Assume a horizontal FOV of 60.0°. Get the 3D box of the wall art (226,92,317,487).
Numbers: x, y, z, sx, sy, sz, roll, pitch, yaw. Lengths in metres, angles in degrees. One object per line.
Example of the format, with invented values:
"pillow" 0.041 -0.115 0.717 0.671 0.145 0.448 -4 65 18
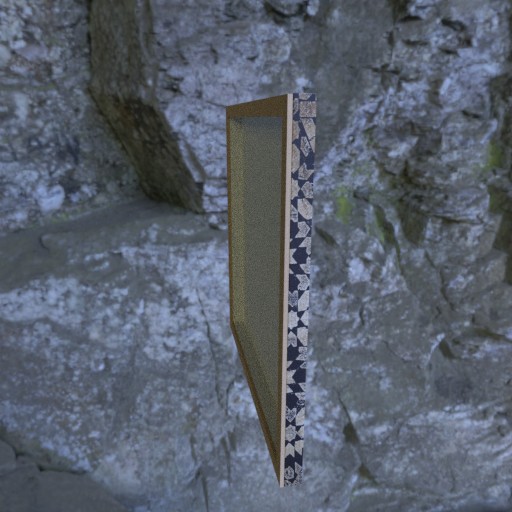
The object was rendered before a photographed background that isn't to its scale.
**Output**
"wall art" 0.000 0.000 0.929 0.038 0.612 0.612 -3 18 -10
